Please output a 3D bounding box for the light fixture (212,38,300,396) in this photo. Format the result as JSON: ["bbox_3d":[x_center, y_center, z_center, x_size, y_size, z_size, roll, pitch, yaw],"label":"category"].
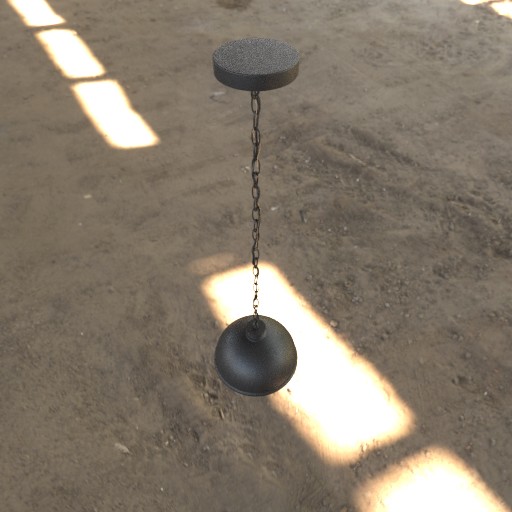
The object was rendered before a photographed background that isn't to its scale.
[{"bbox_3d":[0.000,0.000,1.215,0.304,1.090,0.304,18,50,16],"label":"light fixture"}]
